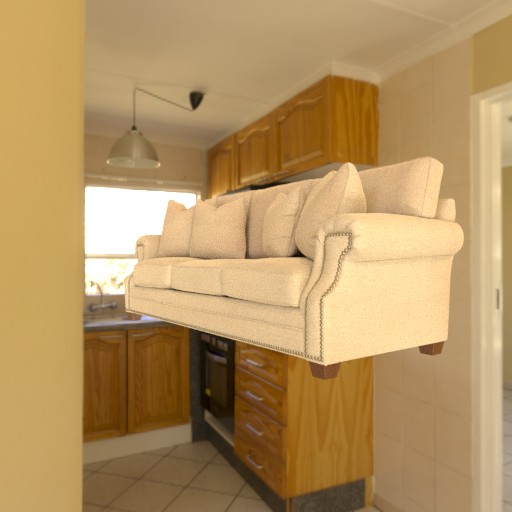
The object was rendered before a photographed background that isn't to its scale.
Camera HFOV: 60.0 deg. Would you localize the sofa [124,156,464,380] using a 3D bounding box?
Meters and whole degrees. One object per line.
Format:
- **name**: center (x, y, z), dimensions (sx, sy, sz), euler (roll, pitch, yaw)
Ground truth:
- **sofa**: center (0.000, 0.000, 2.831), dimensions (0.965, 0.975, 2.312), euler (0, 0, -36)
